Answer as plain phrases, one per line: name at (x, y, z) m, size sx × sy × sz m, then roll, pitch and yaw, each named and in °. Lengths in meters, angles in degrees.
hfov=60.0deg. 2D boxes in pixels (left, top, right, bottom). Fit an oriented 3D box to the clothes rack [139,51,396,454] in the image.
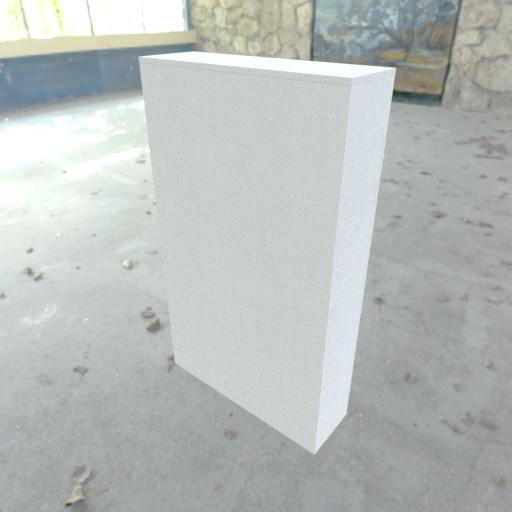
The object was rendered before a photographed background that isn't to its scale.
clothes rack at (0.000, 0.000, 1.585) m, size 0.750 × 1.280 × 0.250 m, roll 22°, pitch 36°, yaw 33°
